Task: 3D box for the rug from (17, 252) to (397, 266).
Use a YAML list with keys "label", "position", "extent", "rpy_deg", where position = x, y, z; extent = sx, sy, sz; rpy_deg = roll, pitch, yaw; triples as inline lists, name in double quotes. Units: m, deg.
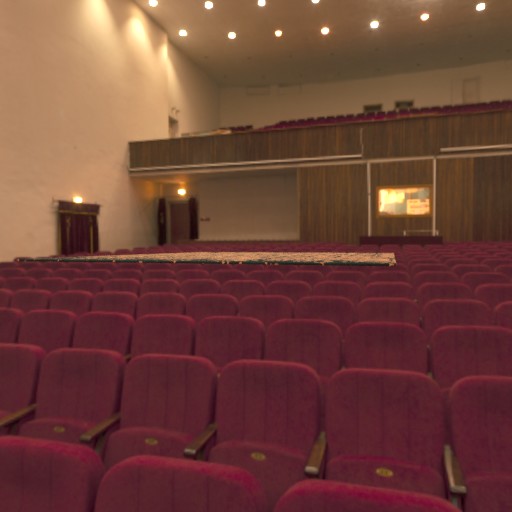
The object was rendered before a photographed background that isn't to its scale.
- label: "rug"
  position: [0.000, 0.000, 4.042]
  extent: [2.416, 0.014, 3.017]
  rpy_deg: [0, 2, 17]
